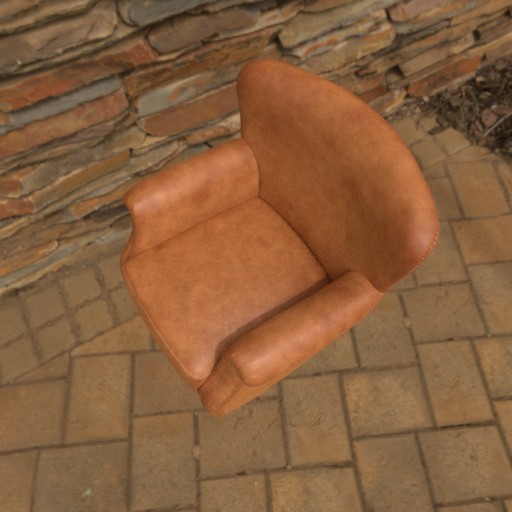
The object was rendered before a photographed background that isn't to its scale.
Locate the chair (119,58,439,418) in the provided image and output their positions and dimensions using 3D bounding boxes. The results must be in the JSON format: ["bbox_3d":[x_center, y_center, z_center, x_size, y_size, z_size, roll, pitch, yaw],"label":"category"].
[{"bbox_3d":[0.000,0.000,1.625,0.921,0.936,0.861,-32,67,-15],"label":"chair"}]
